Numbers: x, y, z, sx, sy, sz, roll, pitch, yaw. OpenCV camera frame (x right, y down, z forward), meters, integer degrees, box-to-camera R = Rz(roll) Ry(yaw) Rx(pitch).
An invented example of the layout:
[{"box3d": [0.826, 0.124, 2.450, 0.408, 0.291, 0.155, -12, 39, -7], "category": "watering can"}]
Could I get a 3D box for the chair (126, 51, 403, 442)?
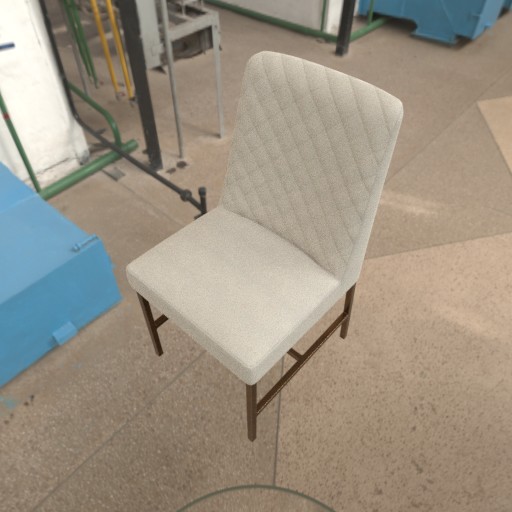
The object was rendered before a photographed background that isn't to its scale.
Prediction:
[{"box3d": [0.000, 0.000, 1.308, 0.503, 0.933, 0.597, 33, 55, 27], "category": "chair"}]
